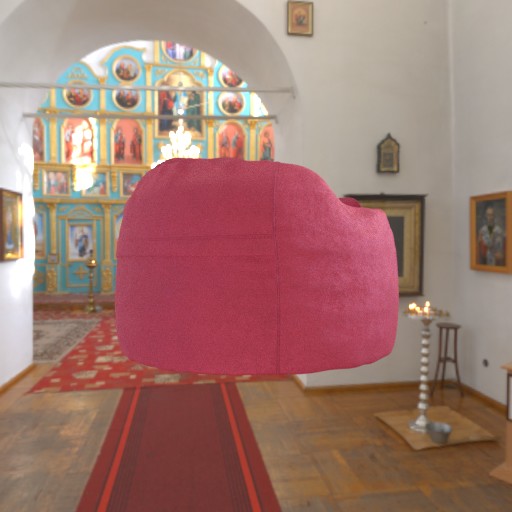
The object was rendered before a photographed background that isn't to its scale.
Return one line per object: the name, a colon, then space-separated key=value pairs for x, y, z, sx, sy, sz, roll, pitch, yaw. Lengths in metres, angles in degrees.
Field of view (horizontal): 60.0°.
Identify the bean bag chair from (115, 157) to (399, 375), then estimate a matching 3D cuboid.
bean bag chair: x=0.000 y=0.000 z=1.993 sx=1.218 sy=0.788 sz=1.218 roll=0 pitch=0 yaw=0
